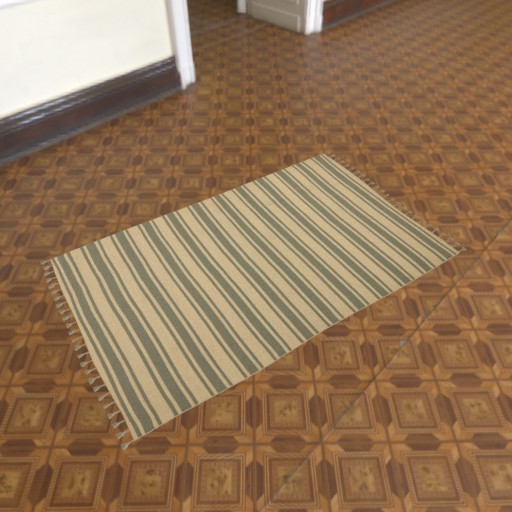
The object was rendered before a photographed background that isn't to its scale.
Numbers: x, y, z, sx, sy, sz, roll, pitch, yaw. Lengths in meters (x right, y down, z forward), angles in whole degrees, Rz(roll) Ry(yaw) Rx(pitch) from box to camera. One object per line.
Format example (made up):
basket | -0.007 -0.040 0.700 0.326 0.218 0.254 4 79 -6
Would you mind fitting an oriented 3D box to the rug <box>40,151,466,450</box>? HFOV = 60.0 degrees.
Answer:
rug | 0.000 0.000 2.485 2.084 0.009 1.222 -25 51 -22
